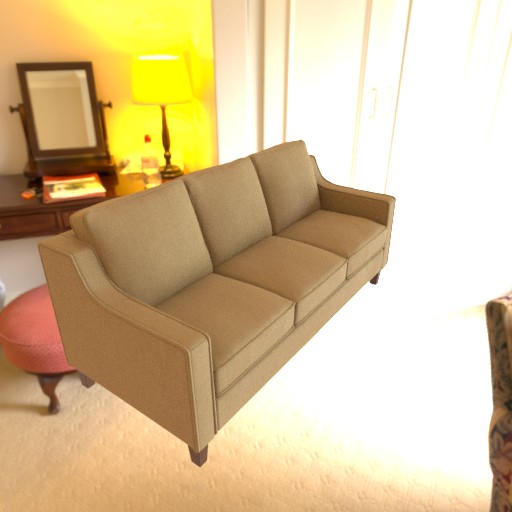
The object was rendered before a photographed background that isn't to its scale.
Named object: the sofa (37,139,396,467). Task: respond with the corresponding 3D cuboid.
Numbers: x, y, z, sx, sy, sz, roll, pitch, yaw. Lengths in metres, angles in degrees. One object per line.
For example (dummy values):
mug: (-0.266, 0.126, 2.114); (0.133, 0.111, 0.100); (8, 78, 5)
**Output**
sofa: (0.000, 0.000, 2.540); (0.911, 0.974, 1.986); (18, 32, 32)
